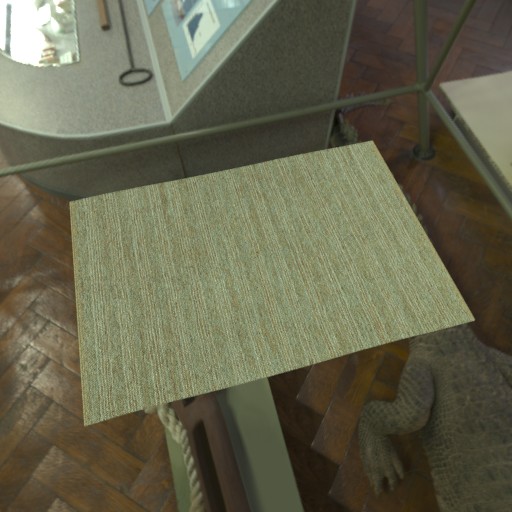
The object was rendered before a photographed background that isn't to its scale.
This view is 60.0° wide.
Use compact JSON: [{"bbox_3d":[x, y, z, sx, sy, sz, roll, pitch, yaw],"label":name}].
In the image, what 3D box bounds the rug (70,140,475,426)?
[{"bbox_3d":[0.000,0.000,2.292,1.824,0.010,1.240,-13,59,-8],"label":"rug"}]
